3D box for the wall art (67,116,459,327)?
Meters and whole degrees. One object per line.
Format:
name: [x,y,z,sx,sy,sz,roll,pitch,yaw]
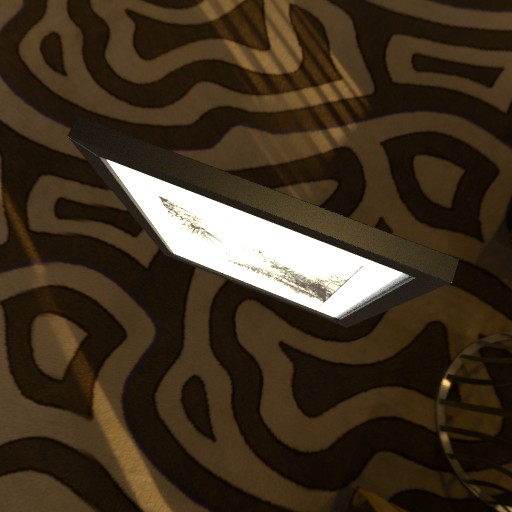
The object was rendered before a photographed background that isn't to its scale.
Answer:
wall art: [0.000,0.000,0.762,0.457,0.557,0.028,21,77,5]
